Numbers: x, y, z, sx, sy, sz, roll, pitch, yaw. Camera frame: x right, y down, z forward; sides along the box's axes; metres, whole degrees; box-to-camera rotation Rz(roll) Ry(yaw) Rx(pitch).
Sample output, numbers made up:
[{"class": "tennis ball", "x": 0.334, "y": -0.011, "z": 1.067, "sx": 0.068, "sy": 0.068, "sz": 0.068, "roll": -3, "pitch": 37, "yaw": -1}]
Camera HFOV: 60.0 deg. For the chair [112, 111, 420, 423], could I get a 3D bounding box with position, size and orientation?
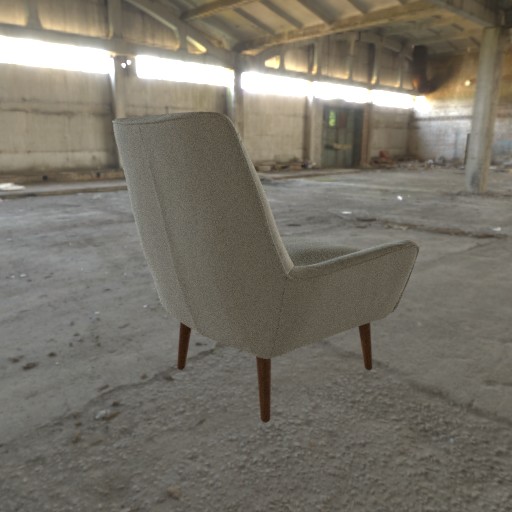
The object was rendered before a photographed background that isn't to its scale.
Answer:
[{"class": "chair", "x": 0.000, "y": 0.000, "z": 1.501, "sx": 0.822, "sy": 0.888, "sz": 0.787, "roll": -13, "pitch": 19, "yaw": -42}]
